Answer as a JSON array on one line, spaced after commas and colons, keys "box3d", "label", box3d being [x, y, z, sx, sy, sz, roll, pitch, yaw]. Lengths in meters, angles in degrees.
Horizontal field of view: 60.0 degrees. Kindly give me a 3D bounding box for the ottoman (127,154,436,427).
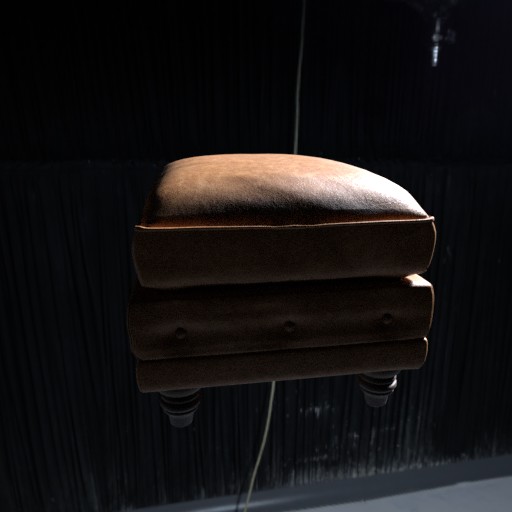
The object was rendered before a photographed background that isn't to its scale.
[{"box3d": [0.000, 0.000, 1.075, 0.533, 0.480, 0.710, -2, 15, -9], "label": "ottoman"}]
